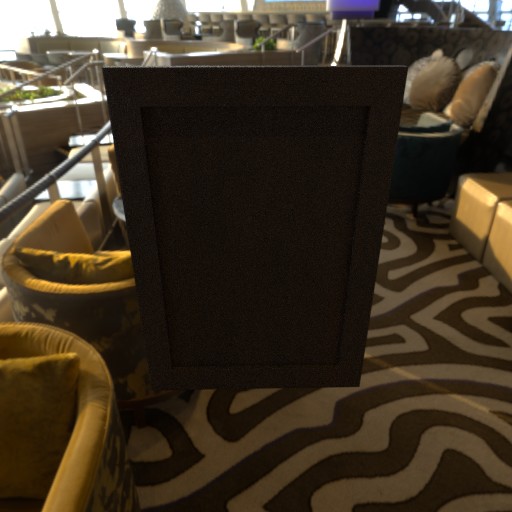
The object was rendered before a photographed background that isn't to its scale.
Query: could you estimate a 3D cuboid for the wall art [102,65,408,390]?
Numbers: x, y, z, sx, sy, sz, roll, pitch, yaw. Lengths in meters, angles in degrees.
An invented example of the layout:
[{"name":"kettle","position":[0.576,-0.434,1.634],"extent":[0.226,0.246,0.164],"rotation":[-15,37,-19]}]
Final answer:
[{"name":"wall art","position":[0.000,0.000,0.649],"extent":[0.359,0.513,0.017],"rotation":[-1,29,-1]}]
